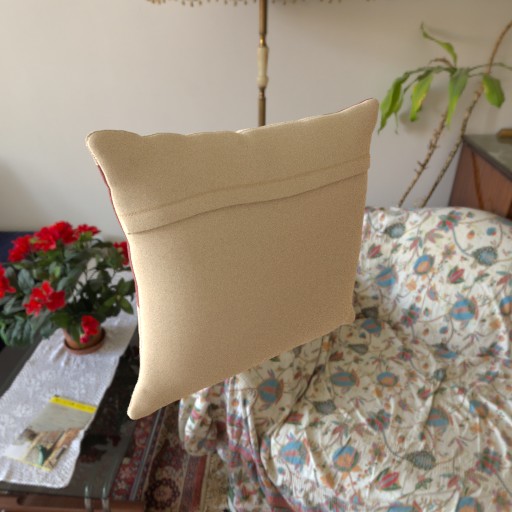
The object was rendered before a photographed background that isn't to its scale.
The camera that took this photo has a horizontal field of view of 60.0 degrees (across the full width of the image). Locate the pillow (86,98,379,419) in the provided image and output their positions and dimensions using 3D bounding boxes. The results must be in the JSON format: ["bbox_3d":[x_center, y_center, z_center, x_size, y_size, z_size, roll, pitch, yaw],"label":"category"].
[{"bbox_3d":[0.000,0.000,0.787,0.536,0.506,0.229,-18,35,-28],"label":"pillow"}]
